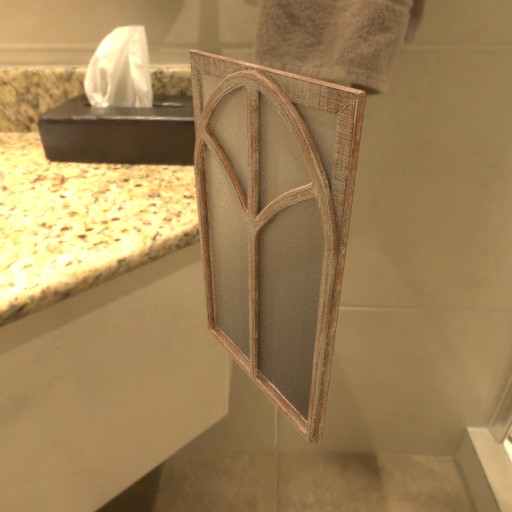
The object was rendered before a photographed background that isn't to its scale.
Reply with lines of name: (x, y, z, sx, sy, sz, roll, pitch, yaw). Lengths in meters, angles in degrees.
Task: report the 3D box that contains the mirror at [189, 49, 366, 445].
mirror: (0.000, 0.000, 0.989, 0.058, 0.787, 0.495, -21, 38, -29)
